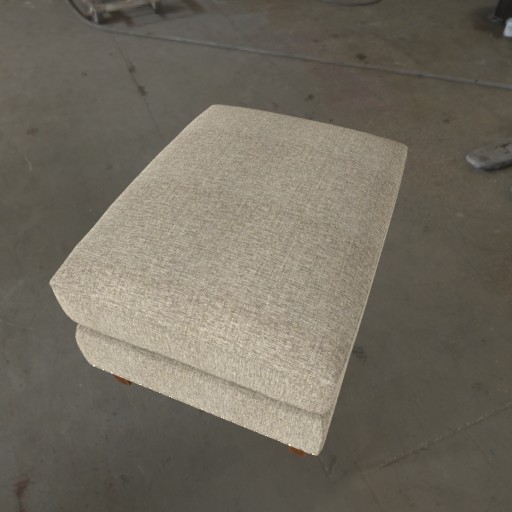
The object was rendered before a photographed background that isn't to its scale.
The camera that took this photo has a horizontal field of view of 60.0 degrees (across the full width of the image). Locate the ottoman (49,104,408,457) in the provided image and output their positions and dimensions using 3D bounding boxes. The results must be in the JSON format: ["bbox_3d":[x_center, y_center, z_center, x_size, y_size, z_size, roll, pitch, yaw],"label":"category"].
[{"bbox_3d":[0.000,0.000,1.125,0.584,0.513,0.741,17,50,15],"label":"ottoman"}]
